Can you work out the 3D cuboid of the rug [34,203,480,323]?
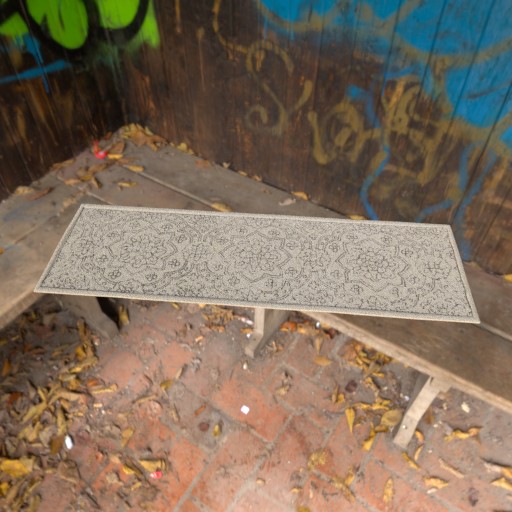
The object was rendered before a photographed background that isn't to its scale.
[{"bbox_3d":[0.000,0.000,2.670,2.448,0.012,0.769,4,47,3],"label":"rug"}]
